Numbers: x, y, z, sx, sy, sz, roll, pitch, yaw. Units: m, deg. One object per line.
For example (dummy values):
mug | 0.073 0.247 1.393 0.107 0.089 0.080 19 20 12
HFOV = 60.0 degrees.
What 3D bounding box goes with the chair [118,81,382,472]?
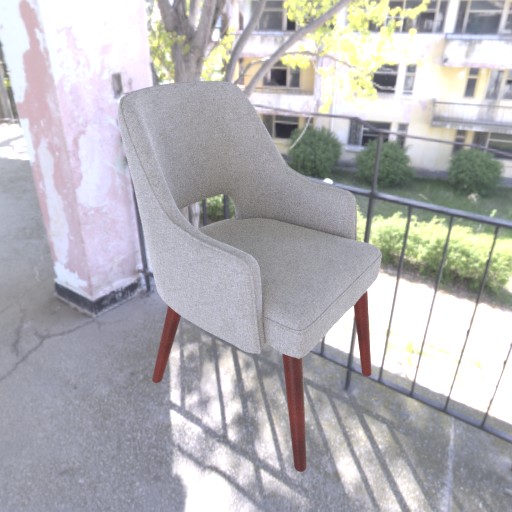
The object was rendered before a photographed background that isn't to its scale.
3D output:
chair | 0.000 0.000 1.218 0.605 0.849 0.548 19 33 31
